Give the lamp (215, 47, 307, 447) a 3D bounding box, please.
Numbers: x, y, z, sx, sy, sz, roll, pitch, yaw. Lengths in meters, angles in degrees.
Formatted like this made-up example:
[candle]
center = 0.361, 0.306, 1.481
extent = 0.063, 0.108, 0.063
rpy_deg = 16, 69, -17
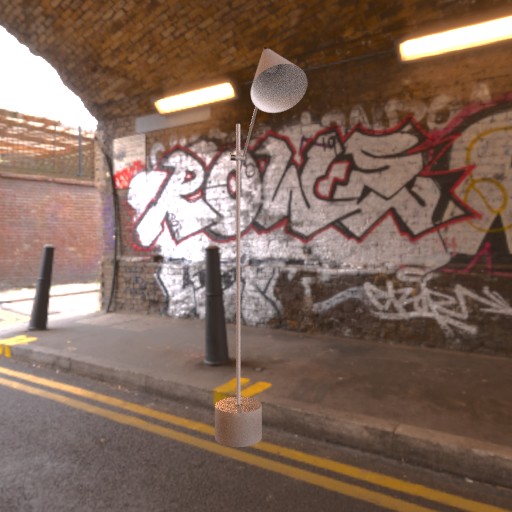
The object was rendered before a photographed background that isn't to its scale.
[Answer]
[lamp]
center = 0.000, 0.000, 1.585
extent = 0.223, 1.430, 0.508
rpy_deg = 0, 1, -19
